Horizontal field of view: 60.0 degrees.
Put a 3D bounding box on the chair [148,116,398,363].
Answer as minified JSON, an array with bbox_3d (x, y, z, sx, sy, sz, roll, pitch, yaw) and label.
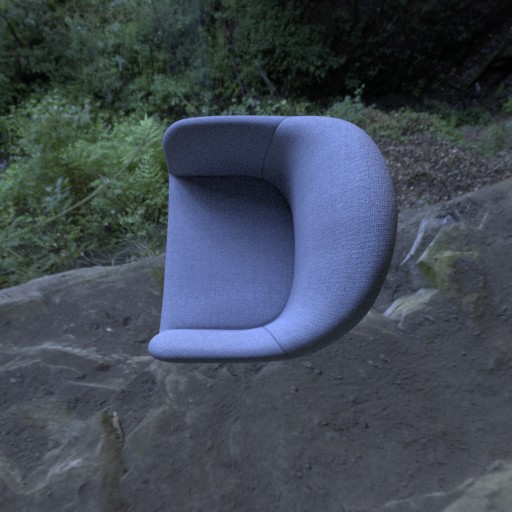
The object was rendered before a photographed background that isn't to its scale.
[{"bbox_3d":[0.000,0.000,1.219,0.550,0.795,0.590,0,75,0],"label":"chair"}]
